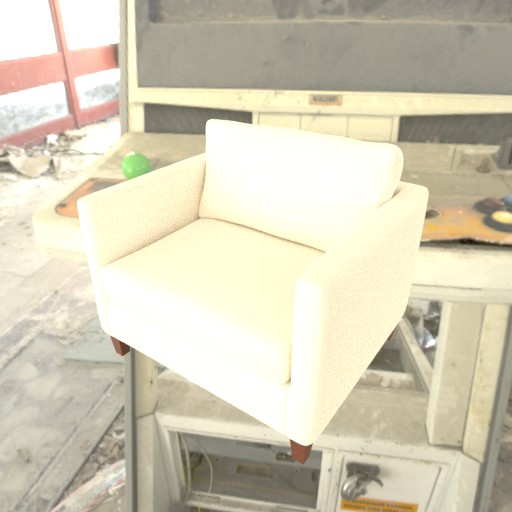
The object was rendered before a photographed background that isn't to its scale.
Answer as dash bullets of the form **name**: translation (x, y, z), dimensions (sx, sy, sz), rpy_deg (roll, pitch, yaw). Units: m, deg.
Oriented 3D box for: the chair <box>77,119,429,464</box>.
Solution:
- **chair**: translation (0.000, 0.000, 1.724), dimensions (1.019, 0.885, 0.878), rpy_deg (19, 35, 30)
